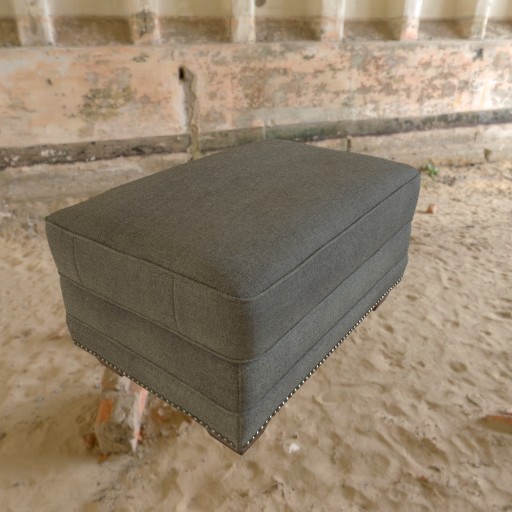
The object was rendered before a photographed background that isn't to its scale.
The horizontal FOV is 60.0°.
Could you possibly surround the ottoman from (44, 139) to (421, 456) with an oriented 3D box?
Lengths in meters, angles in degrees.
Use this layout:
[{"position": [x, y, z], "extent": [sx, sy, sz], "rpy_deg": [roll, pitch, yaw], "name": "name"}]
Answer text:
[{"position": [0.000, 0.000, 1.129], "extent": [0.561, 0.457, 0.813], "rpy_deg": [19, 32, 33], "name": "ottoman"}]
